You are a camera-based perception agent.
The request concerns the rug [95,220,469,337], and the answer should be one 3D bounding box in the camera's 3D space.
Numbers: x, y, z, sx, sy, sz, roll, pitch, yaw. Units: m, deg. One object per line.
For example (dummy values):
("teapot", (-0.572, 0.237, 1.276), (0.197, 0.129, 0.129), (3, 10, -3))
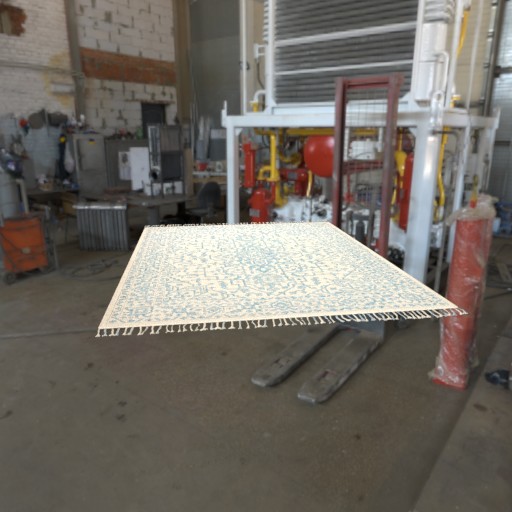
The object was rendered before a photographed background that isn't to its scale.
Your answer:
("rug", (0.000, 0.000, 4.401), (2.464, 0.010, 3.327), (-2, 16, -8))
